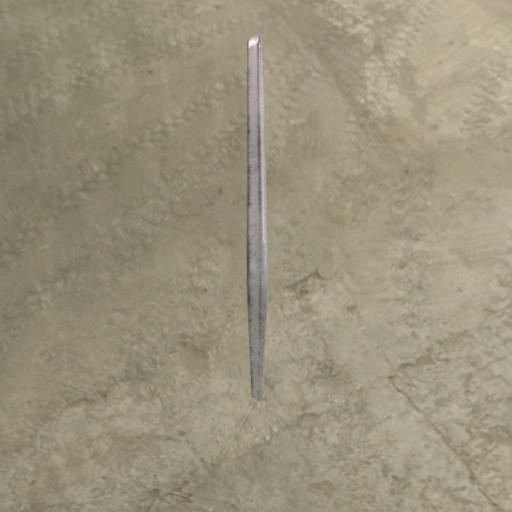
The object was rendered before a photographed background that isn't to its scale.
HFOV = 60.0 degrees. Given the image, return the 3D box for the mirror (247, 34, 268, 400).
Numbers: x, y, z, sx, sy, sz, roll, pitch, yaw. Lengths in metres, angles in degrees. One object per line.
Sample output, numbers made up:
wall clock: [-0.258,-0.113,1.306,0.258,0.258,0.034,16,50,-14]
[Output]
mirror: [0.000,0.000,0.893,0.024,0.713,0.461,0,62,0]
